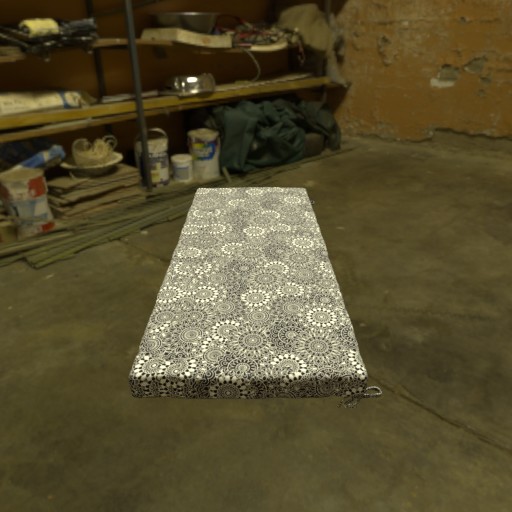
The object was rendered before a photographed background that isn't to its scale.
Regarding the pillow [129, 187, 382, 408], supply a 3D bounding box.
[{"bbox_3d":[0.000,0.000,1.349,0.492,0.081,1.187,0,27,0],"label":"pillow"}]
